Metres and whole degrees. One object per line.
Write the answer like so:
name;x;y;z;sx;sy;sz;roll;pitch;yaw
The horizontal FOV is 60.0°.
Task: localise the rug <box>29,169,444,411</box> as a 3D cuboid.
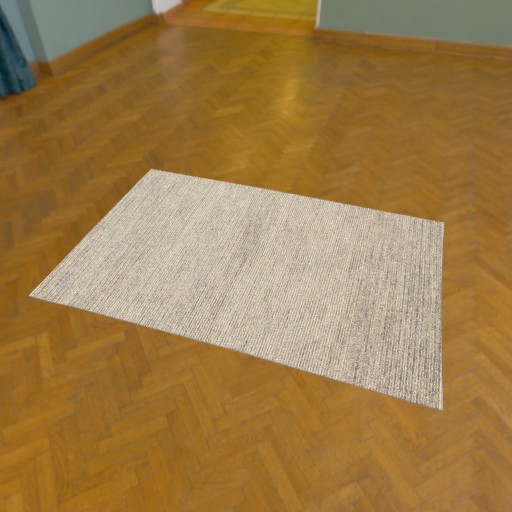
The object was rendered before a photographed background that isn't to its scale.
rug;0.000;0.000;2.218;1.804;0.022;1.162;13;44;13
